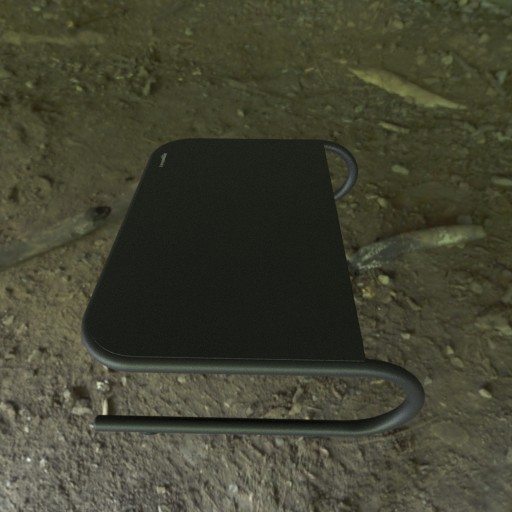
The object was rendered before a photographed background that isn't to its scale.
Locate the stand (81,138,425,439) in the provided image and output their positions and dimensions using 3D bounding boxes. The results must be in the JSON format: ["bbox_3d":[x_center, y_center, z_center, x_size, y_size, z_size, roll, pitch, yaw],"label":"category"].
[{"bbox_3d":[0.000,0.000,0.496,0.280,0.108,0.370,1,41,1],"label":"stand"}]
